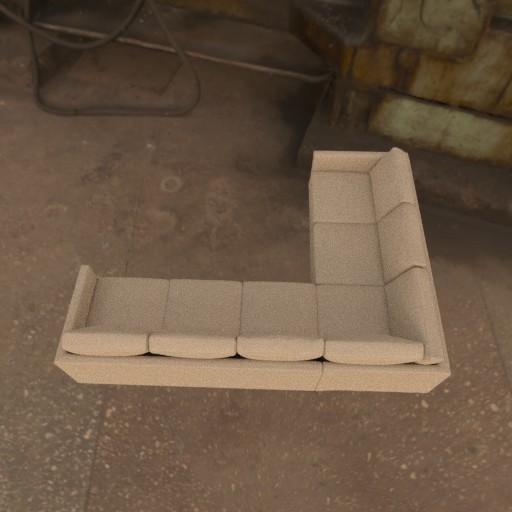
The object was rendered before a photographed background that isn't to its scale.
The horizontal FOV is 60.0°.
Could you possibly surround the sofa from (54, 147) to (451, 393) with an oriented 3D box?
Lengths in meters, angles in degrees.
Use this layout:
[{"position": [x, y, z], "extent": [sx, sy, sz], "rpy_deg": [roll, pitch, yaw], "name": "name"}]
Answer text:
[{"position": [0.000, 0.000, 4.353], "extent": [3.182, 0.863, 2.432], "rpy_deg": [2, 58, 1], "name": "sofa"}]
